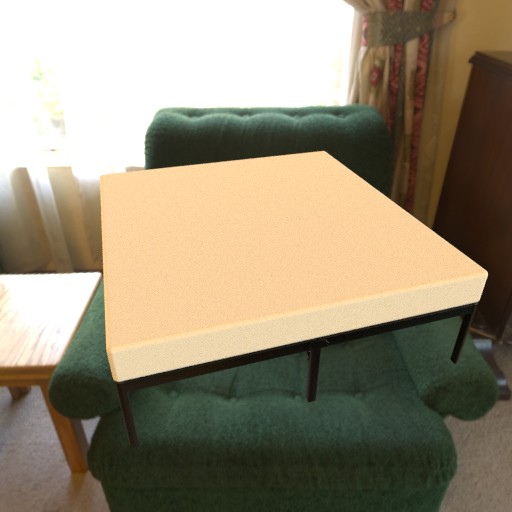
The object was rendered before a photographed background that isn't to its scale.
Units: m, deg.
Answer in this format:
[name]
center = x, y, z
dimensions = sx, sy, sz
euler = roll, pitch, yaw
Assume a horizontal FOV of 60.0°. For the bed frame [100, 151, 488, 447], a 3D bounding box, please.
[bed frame]
center = 0.000, 0.000, 3.094
dimensions = 1.963, 0.659, 2.079
euler = -9, 33, -15
